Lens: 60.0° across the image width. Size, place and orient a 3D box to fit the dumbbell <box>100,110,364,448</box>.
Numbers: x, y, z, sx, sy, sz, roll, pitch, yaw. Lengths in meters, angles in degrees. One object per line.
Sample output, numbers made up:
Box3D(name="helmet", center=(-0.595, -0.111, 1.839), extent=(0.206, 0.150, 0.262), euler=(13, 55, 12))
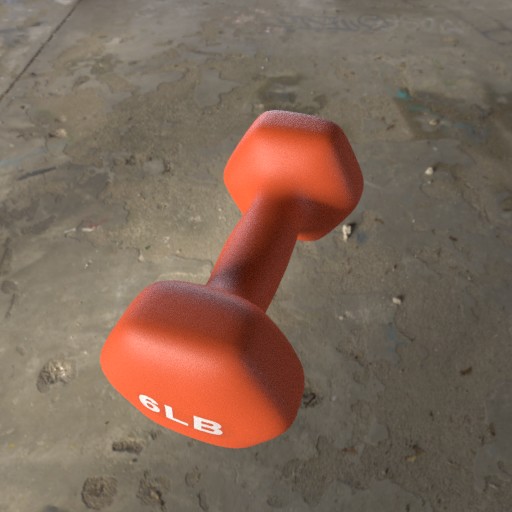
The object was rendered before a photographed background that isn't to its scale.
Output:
Box3D(name="dumbbell", center=(0.000, 0.000, 0.207), extent=(0.079, 0.071, 0.162), euler=(15, 49, 13))
